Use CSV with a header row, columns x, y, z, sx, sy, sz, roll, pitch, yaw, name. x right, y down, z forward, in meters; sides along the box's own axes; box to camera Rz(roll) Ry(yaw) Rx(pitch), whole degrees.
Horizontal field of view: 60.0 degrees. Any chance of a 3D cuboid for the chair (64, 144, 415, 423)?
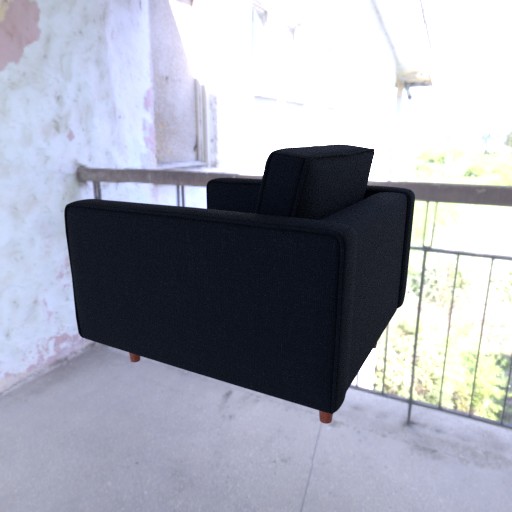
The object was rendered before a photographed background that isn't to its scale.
x,y,z,sx,sy,sz,roll,pitch,yaw,name
0.000,0.000,1.581,0.920,0.770,0.899,8,18,27,chair
